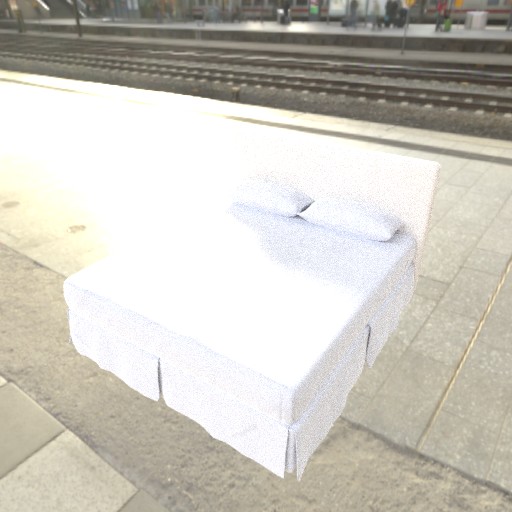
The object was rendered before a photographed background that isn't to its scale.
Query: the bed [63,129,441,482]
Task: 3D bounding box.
[{"bbox_3d":[0.000,0.000,3.550,2.119,1.317,2.341,18,34,29],"label":"bed"}]
